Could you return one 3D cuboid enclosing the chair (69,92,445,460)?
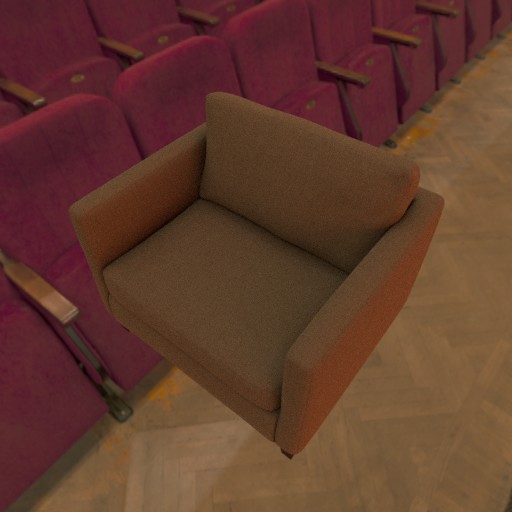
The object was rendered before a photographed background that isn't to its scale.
[{"bbox_3d":[0.000,0.000,1.822,1.107,0.963,0.959,30,54,25],"label":"chair"}]
